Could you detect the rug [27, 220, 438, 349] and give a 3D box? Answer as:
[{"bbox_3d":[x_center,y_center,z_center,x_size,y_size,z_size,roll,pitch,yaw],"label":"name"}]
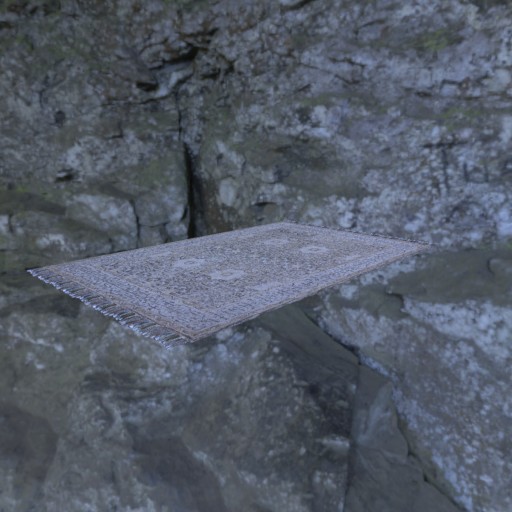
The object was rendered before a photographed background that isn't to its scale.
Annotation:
[{"bbox_3d":[0.000,0.000,2.483,1.237,0.010,2.029,14,20,43],"label":"rug"}]
